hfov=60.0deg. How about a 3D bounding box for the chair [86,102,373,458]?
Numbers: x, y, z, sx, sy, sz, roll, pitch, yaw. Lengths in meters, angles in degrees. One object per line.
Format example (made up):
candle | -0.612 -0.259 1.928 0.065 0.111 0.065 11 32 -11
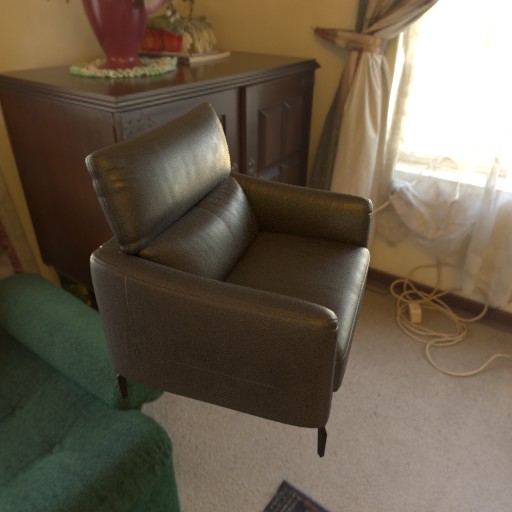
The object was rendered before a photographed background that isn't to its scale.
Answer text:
chair | 0.000 0.000 1.685 0.809 0.949 0.976 10 31 17
